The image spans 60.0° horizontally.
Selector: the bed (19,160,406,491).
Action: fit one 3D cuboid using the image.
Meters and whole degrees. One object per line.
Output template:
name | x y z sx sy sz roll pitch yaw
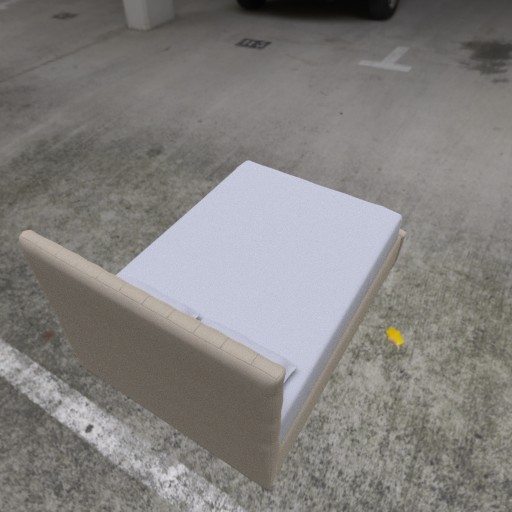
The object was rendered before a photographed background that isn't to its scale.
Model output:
bed | 0.000 0.000 3.338 1.698 1.427 2.387 24 50 22
